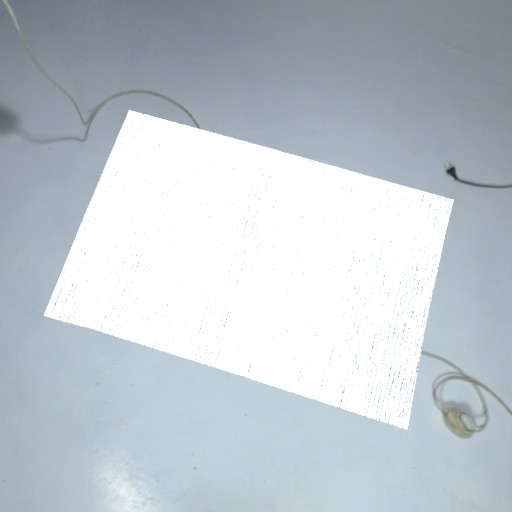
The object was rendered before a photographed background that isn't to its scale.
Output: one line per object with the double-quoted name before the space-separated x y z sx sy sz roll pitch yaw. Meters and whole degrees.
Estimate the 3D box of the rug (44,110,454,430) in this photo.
"rug" 0.000 0.000 2.180 1.773 0.021 1.149 17 77 4
